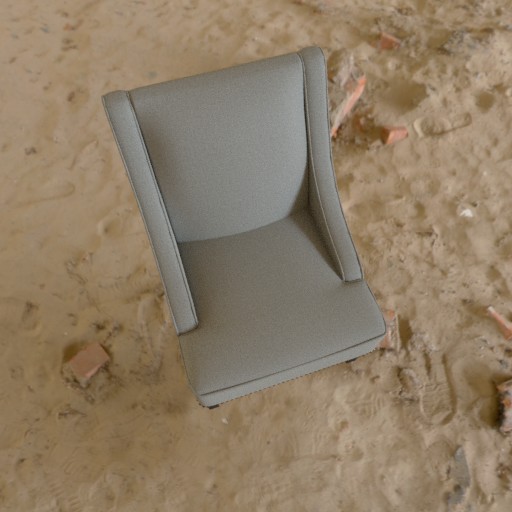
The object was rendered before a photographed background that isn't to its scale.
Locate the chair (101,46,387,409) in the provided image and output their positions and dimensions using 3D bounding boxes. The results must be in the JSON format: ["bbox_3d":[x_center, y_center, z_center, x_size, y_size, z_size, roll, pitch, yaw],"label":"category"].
[{"bbox_3d":[0.000,0.000,1.397,0.610,0.864,0.737,-16,65,-8],"label":"chair"}]
